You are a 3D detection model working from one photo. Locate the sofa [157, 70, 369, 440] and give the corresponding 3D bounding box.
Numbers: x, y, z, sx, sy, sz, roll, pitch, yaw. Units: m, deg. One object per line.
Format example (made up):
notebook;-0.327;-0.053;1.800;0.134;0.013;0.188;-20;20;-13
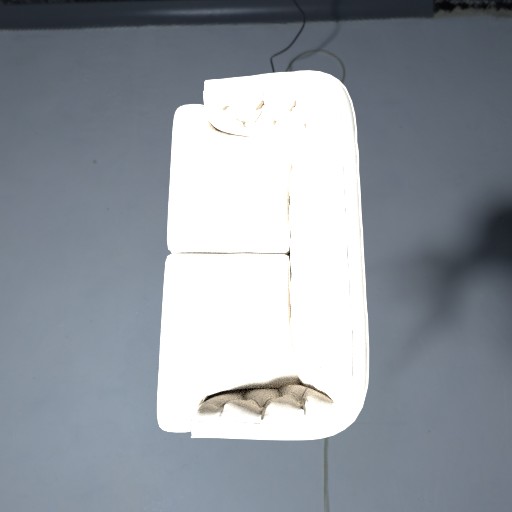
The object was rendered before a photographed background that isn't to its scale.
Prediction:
sofa;0.000;0.000;2.322;0.940;0.878;1.731;0;76;0
